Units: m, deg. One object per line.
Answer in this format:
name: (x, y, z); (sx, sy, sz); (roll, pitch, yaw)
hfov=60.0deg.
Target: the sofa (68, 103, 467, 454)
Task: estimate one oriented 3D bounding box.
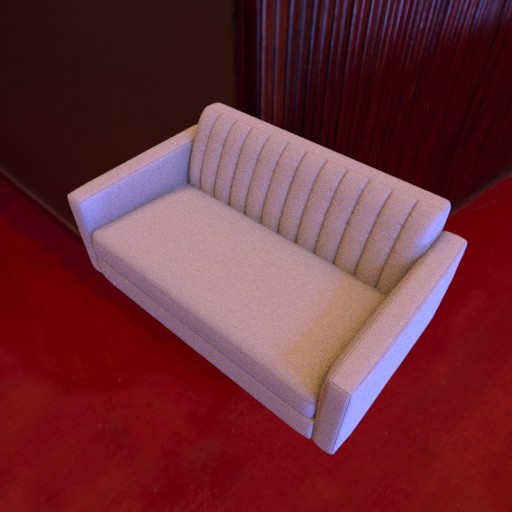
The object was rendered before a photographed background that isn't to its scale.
sofa: (0.000, 0.000, 2.141); (1.585, 0.801, 0.950); (31, 54, 27)
